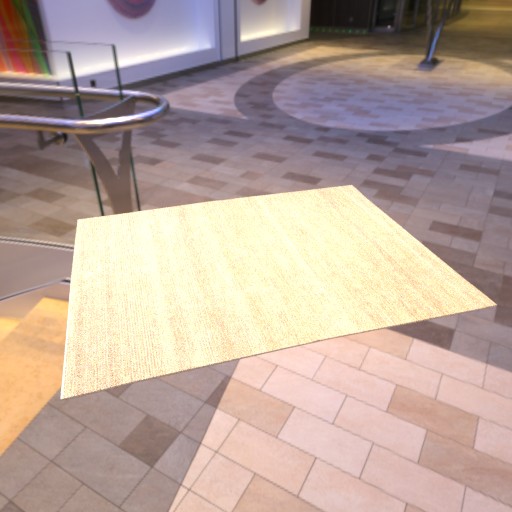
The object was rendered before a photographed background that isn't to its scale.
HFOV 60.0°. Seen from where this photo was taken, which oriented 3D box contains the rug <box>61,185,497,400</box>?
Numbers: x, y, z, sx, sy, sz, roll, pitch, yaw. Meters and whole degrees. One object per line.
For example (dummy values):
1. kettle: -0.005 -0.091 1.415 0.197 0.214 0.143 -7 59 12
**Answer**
1. rug: 0.000 0.000 4.098 3.245 0.046 2.467 -9 34 -14
